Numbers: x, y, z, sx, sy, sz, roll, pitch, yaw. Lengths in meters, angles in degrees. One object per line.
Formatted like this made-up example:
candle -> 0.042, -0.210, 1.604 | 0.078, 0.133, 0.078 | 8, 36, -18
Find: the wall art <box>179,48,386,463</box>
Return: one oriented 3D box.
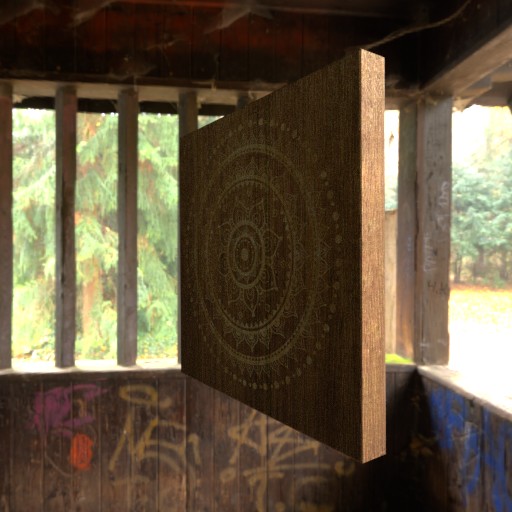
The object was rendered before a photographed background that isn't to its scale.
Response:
wall art -> 0.000, 0.000, 0.605 | 0.039, 0.403, 0.406 | 0, 0, -35
